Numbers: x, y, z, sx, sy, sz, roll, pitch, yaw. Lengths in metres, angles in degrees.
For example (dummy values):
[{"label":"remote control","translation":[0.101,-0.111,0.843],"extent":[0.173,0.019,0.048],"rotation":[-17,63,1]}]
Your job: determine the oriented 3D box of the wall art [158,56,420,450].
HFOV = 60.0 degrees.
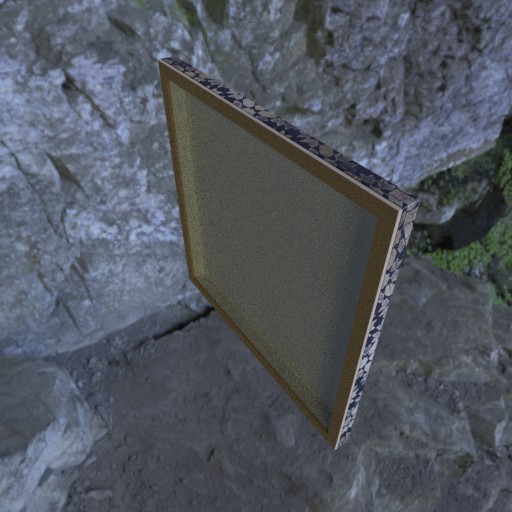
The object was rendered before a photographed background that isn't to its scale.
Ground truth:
[{"label":"wall art","translation":[0.000,0.000,0.899],"extent":[0.038,0.612,0.612],"rotation":[-26,48,-25]}]
